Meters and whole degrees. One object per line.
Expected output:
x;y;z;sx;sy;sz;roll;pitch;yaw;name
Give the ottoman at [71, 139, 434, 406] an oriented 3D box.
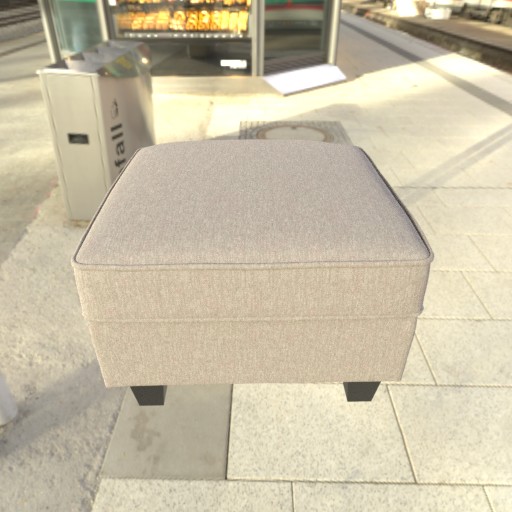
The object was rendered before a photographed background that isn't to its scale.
0.000;0.000;1.425;0.871;0.612;0.808;-1;33;-1;ottoman
